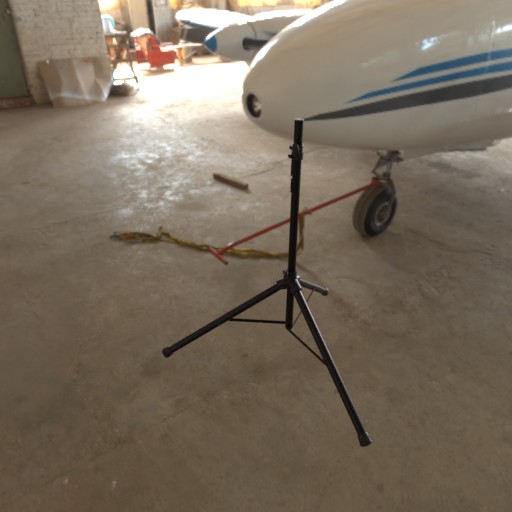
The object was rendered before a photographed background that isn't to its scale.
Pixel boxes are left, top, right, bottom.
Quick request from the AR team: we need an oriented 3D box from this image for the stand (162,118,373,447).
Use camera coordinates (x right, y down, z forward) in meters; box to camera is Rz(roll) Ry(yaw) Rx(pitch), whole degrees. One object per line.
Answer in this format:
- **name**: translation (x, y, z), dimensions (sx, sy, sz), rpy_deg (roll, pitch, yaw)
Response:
- **stand**: translation (0.000, 0.000, 1.873), dimensions (0.907, 1.136, 1.045), rpy_deg (0, 31, 0)
